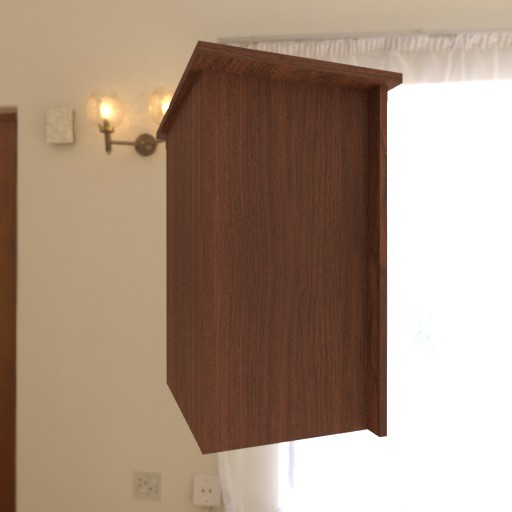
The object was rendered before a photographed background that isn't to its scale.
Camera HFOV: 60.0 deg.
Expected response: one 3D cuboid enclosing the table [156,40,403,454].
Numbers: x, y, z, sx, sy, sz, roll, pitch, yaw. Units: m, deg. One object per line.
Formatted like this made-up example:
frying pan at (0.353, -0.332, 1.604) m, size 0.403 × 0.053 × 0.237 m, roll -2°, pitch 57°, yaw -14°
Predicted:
table at (0.000, 0.000, 1.074) m, size 0.406 × 0.711 × 0.589 m, roll 0°, pitch 0°, yaw -19°
